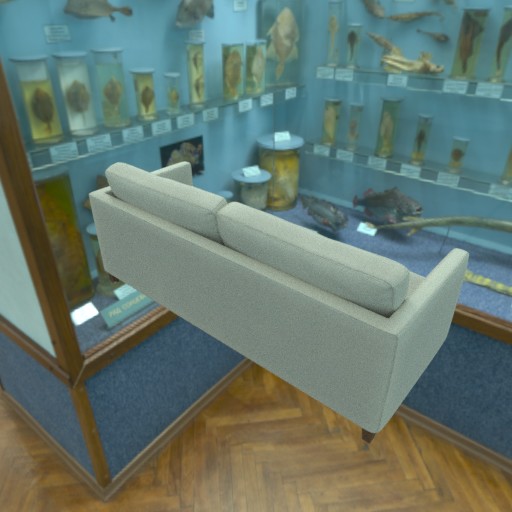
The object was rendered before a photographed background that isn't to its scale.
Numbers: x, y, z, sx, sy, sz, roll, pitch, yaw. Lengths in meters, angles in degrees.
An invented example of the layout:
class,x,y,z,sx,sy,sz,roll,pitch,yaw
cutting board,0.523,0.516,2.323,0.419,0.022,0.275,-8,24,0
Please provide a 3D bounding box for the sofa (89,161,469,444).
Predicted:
class,x,y,z,sx,sy,sz,roll,pitch,yaw
sofa,0.000,0.000,2.925,2.361,0.968,0.951,24,38,34
